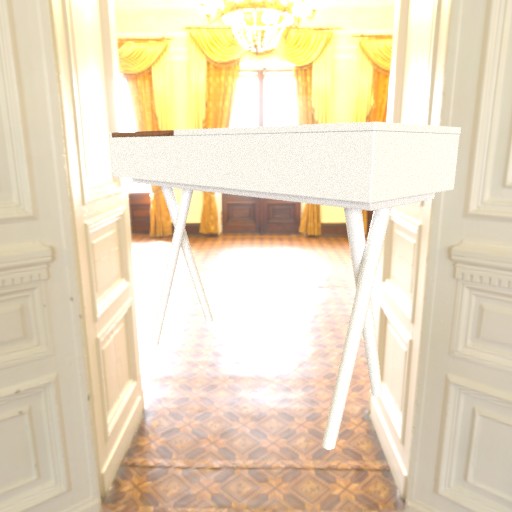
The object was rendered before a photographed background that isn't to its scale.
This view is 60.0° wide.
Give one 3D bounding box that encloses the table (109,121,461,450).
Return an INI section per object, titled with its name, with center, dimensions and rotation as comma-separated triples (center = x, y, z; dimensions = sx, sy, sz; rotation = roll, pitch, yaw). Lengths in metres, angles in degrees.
[table]
center = 0.000, 0.000, 1.435
dimensions = 0.418, 0.785, 1.066
rotation = -13, 19, -43
